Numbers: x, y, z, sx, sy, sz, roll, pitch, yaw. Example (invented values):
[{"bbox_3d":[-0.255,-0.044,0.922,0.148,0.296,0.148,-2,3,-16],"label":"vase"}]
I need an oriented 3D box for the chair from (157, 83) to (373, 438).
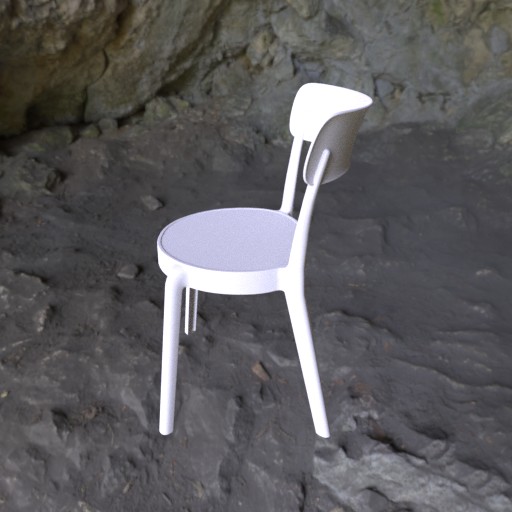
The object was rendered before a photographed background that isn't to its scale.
[{"bbox_3d":[0.000,0.000,1.142,0.491,0.790,0.506,0,27,1],"label":"chair"}]
